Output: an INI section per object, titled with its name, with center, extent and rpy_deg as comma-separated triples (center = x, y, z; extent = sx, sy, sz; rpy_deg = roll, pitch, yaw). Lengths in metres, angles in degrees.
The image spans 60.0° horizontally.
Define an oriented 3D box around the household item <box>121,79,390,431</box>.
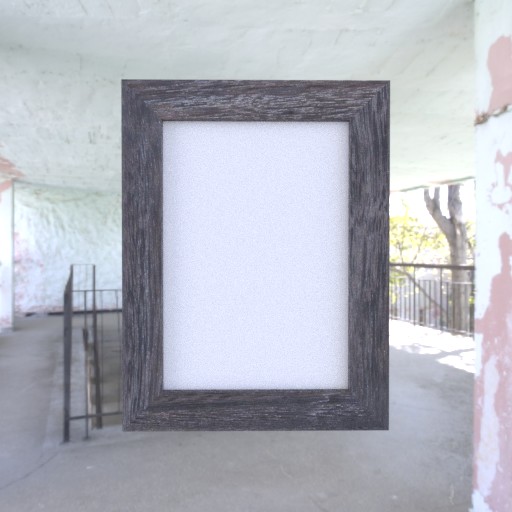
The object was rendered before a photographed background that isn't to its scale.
[household item]
center = 0.000, 0.000, 0.275
extent = 0.160, 0.210, 0.020
rpy_deg = 0, 1, -1
